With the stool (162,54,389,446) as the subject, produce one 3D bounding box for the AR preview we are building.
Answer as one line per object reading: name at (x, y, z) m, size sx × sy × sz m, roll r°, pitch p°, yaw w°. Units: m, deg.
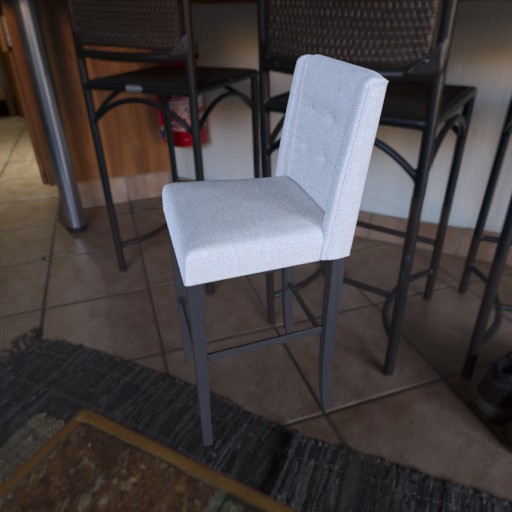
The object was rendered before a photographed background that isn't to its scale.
stool at (0.000, 0.000, 1.399) m, size 0.509 × 1.116 × 0.474 m, roll -9°, pitch 32°, yaw -14°
